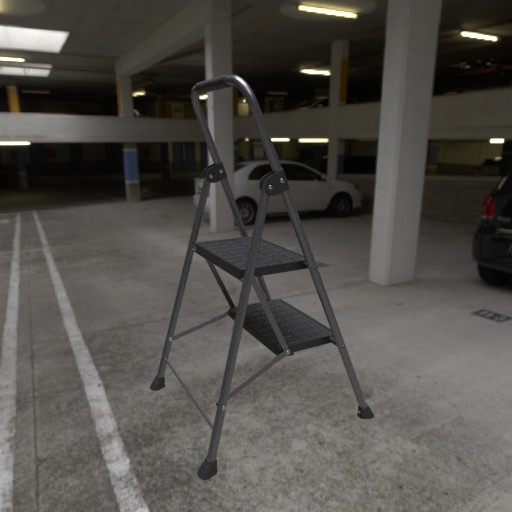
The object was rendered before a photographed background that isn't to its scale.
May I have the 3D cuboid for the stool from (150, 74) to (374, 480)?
[{"bbox_3d":[0.000,0.000,1.181,0.514,0.872,0.450,-8,17,-27],"label":"stool"}]
